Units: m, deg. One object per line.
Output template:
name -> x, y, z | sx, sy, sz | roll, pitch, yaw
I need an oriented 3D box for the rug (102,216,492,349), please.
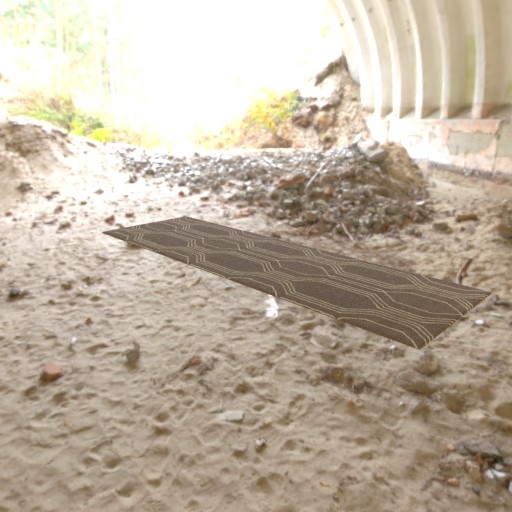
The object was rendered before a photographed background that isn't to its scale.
rug -> 0.000, 0.000, 2.716 | 2.464, 0.012, 0.773 | 17, 24, 42
